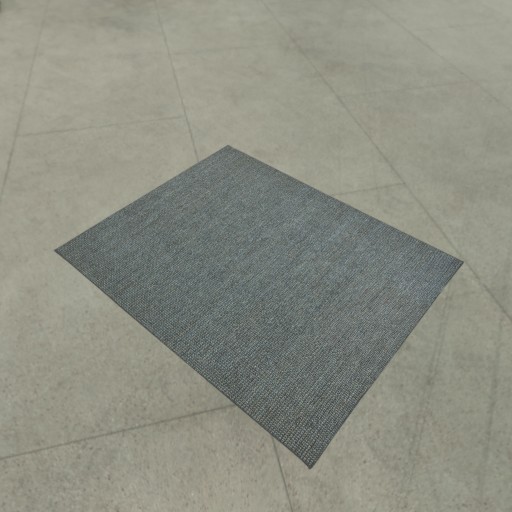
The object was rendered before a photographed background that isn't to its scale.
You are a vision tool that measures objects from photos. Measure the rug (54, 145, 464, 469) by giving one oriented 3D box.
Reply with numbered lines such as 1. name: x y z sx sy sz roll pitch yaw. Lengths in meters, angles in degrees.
1. rug: 0.000 0.000 4.225 3.068 0.021 2.456 32 54 27
